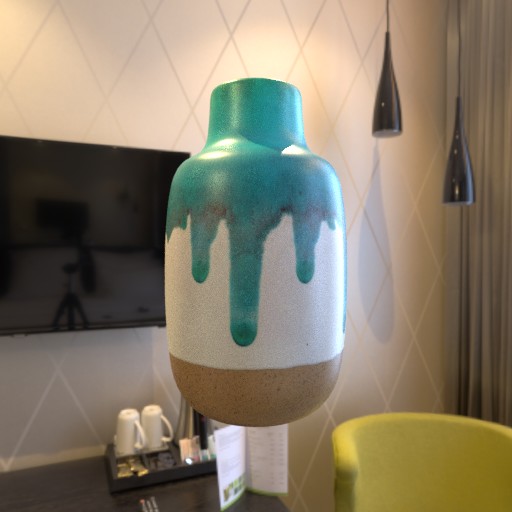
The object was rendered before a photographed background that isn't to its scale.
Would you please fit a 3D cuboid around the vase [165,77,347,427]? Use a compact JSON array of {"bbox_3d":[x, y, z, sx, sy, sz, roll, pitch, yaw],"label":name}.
[{"bbox_3d":[0.000,0.000,0.263,0.106,0.192,0.106,0,1,0],"label":"vase"}]
